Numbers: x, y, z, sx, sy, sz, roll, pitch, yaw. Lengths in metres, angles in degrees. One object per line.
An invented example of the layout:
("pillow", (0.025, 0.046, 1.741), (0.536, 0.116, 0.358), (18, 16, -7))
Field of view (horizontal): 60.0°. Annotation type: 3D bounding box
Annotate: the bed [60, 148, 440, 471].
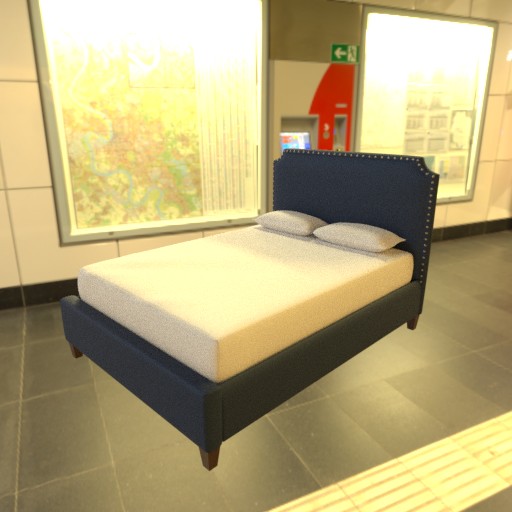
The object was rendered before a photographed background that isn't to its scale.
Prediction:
("bed", (0.000, 0.000, 3.375), (1.712, 1.443, 2.372), (17, 24, 42))
